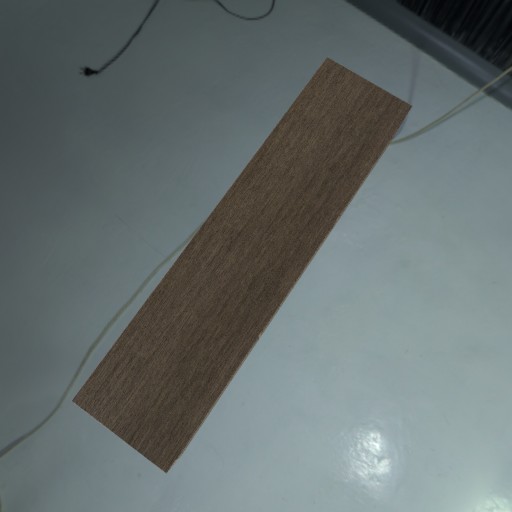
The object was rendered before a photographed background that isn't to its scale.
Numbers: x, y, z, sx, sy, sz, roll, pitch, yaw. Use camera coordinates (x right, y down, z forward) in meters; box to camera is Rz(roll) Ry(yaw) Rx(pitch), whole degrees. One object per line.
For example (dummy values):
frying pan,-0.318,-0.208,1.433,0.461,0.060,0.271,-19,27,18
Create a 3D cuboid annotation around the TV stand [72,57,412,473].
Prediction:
TV stand,0.000,0.000,1.684,0.366,0.409,1.482,33,79,8
